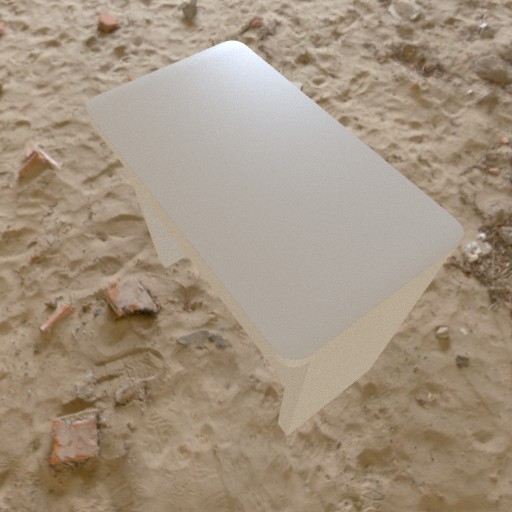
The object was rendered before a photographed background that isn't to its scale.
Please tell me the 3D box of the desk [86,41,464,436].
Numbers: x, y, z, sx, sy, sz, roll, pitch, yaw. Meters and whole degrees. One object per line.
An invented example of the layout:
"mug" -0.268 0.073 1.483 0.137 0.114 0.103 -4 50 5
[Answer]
"desk" 0.000 0.000 1.264 0.446 0.760 0.790 -32 63 -18
